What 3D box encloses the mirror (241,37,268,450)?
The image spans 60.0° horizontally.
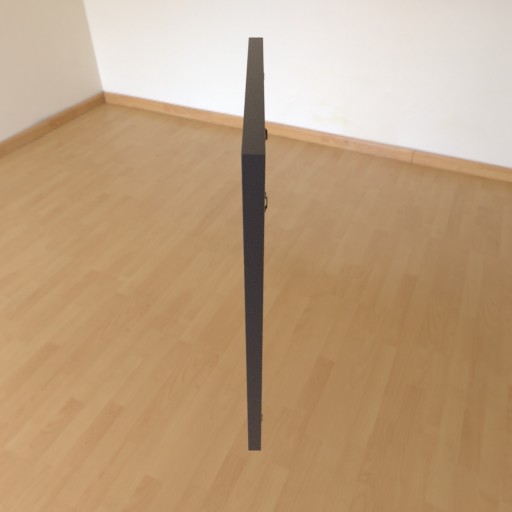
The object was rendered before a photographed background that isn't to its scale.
[{"bbox_3d":[0.000,0.000,1.173,0.040,0.915,0.609,0,41,0],"label":"mirror"}]
